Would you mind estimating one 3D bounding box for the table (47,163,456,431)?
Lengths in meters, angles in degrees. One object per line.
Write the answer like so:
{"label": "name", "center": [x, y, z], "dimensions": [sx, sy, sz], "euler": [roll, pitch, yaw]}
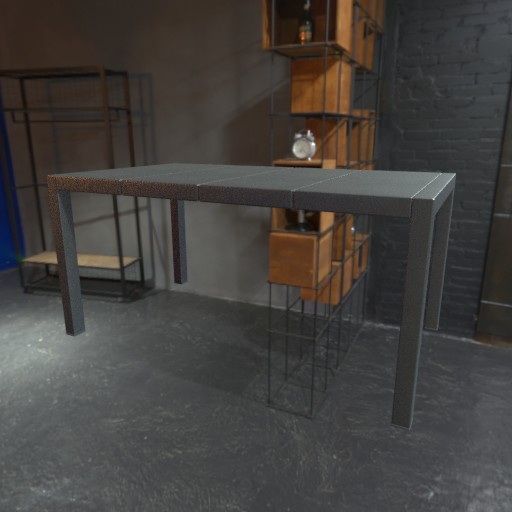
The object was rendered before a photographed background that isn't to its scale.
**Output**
{"label": "table", "center": [0.000, 0.000, 1.263], "dimensions": [0.965, 0.460, 0.559], "euler": [8, 17, 26]}
